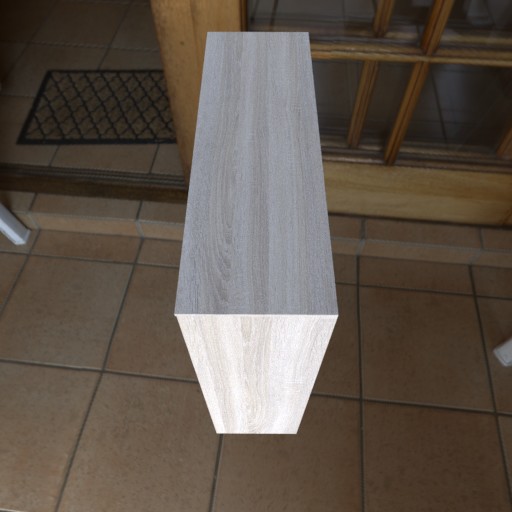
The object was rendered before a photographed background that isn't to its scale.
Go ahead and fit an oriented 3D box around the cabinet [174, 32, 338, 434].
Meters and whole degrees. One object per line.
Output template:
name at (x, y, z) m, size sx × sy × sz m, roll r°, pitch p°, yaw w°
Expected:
cabinet at (0.000, 0.000, 3.013) m, size 0.620 × 2.060 × 1.870 m, roll 0°, pitch 57°, yaw 0°
